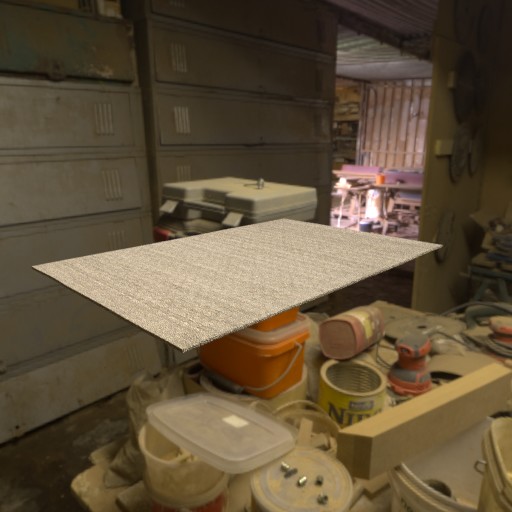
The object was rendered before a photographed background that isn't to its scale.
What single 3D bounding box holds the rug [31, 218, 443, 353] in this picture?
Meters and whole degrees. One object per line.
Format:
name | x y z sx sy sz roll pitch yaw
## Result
rug | 0.000 0.000 2.927 1.532 0.018 2.297 15 21 43
